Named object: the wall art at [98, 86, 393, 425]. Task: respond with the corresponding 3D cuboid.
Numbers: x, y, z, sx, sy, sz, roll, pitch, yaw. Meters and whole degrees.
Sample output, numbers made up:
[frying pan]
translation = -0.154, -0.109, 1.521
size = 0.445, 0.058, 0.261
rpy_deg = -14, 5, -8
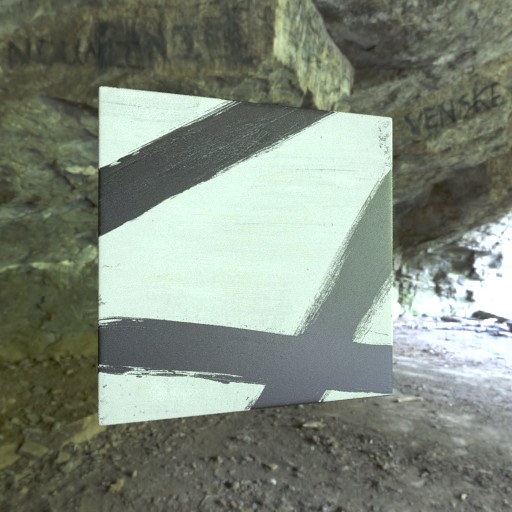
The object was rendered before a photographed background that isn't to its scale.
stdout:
[wall art]
translation = 0.000, 0.000, 0.758
size = 0.507, 0.508, 0.050
rpy_deg = 0, 0, -17
